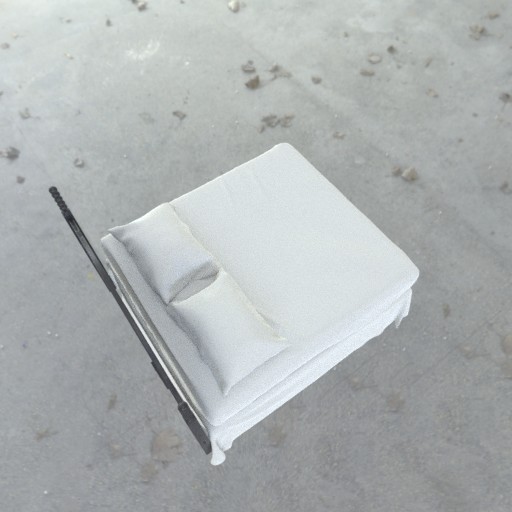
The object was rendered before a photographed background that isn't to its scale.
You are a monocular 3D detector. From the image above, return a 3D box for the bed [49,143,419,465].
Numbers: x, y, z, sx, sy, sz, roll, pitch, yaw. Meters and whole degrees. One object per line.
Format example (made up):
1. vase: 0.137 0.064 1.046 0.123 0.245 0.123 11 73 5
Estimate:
1. bed: 0.000 0.000 3.267 2.040 1.356 1.873 -31 64 -17
